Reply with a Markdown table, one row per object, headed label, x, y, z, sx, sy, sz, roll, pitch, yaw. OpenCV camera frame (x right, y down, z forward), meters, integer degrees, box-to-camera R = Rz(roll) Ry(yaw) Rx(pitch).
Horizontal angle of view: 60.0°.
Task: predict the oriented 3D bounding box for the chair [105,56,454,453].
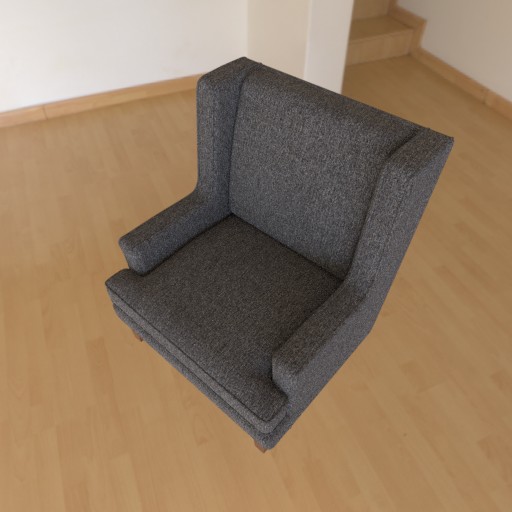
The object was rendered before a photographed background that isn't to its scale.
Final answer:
| label | x | y | z | sx | sy | sz | roll | pitch | yaw |
| --- | --- | --- | --- | --- | --- | --- | --- | --- | --- |
| chair | 0.000 | 0.000 | 1.802 | 0.942 | 1.082 | 0.927 | 33 | 55 | 27 |
